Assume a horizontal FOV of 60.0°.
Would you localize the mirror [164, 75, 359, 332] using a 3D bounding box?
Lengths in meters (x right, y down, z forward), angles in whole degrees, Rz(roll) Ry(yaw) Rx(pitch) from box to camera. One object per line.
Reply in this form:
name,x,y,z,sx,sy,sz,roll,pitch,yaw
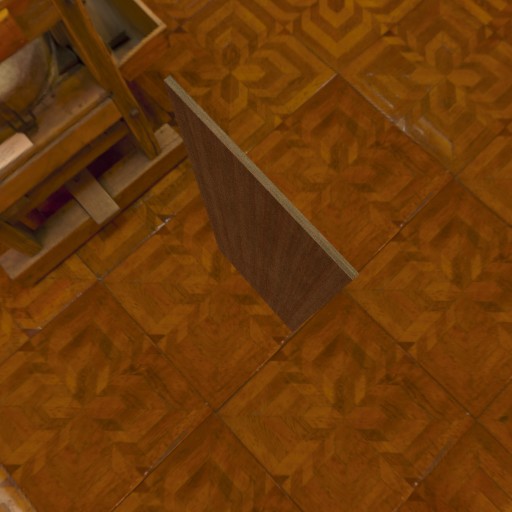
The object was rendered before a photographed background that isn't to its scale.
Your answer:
mirror,0.000,0.000,2.248,0.025,2.032,0.812,-41,80,-9
